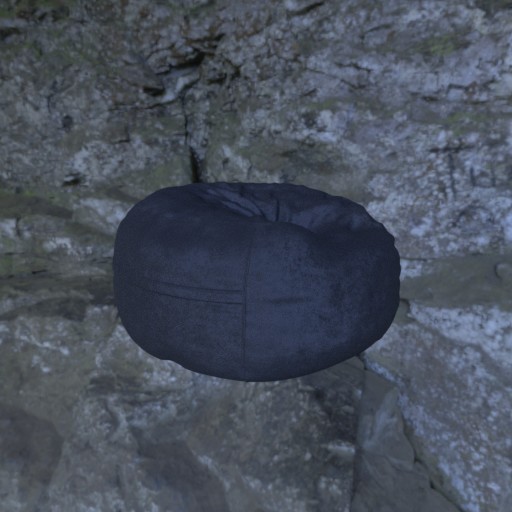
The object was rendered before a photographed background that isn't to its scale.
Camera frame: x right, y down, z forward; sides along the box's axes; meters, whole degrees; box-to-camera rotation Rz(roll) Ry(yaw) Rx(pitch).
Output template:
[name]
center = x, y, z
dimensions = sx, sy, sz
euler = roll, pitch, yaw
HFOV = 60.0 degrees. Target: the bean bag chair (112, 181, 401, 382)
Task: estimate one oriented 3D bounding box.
[bean bag chair]
center = 0.000, 0.000, 2.444
dimensions = 1.525, 0.751, 1.525
euler = 0, 14, 0
